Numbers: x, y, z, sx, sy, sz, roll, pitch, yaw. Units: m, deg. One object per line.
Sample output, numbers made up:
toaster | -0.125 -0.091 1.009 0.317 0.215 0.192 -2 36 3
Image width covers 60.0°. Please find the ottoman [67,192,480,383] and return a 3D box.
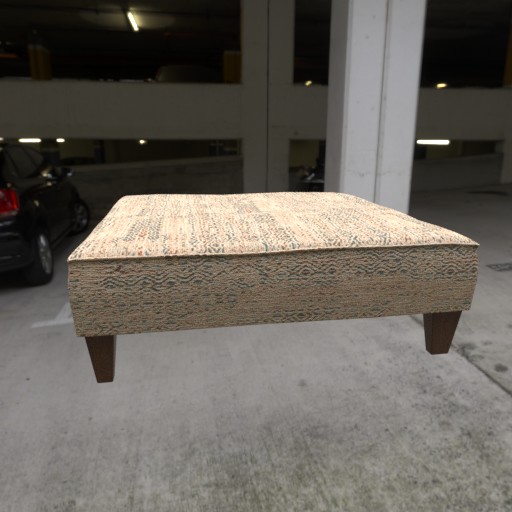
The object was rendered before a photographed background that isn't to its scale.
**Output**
ottoman | 0.000 0.000 1.527 1.004 0.356 0.968 -3 15 -9
